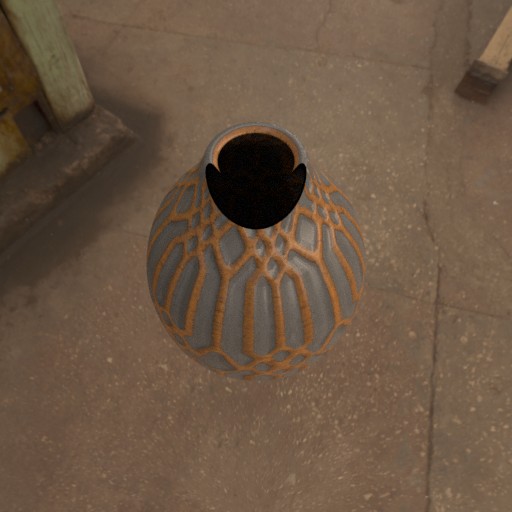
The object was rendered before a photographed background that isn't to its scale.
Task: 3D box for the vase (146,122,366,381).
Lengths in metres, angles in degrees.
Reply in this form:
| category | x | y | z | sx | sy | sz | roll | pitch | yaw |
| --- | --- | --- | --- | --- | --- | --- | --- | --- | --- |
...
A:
| category | x | y | z | sx | sy | sz | roll | pitch | yaw |
| --- | --- | --- | --- | --- | --- | --- | --- | --- | --- |
| vase | 0.000 | 0.000 | 0.139 | 0.069 | 0.088 | 0.069 | 0 | 59 | 0 |
